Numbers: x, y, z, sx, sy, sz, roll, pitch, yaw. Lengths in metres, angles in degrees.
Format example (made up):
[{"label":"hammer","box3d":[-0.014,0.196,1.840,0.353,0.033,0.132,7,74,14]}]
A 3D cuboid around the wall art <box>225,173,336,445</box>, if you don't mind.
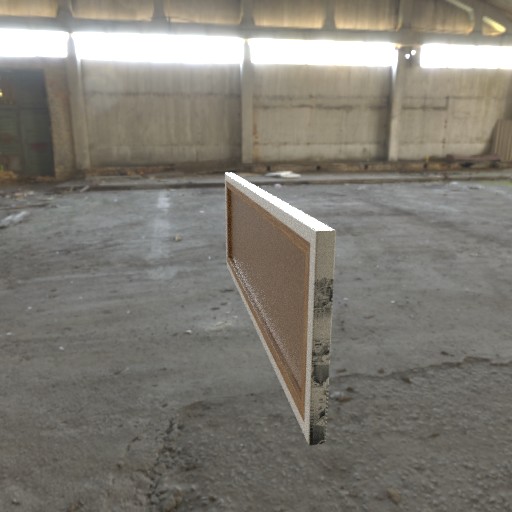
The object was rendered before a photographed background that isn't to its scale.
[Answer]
[{"label":"wall art","box3d":[0.000,0.000,1.685,0.044,0.507,1.520,-3,15,-10]}]
